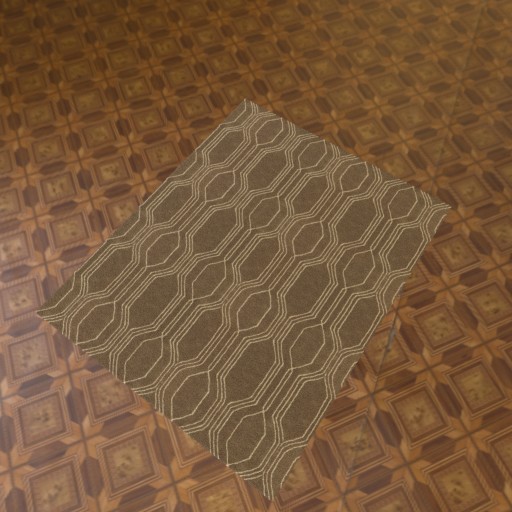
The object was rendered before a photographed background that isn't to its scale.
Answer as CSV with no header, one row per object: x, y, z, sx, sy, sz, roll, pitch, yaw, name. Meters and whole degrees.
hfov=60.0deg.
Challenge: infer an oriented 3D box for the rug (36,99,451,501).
0.000,0.000,4.034,2.457,0.012,3.062,32,68,15,rug
